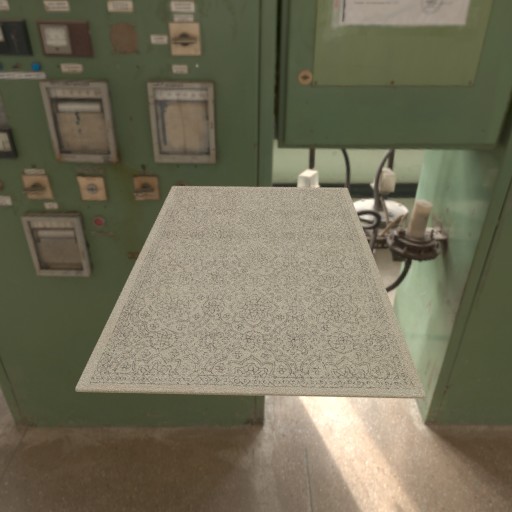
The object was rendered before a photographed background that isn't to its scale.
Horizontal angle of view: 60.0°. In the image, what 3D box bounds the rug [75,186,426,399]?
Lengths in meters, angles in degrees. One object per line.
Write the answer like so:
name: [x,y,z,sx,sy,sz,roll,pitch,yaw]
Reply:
rug: [0.000,0.000,2.308,1.219,0.010,1.829,1,32,1]
